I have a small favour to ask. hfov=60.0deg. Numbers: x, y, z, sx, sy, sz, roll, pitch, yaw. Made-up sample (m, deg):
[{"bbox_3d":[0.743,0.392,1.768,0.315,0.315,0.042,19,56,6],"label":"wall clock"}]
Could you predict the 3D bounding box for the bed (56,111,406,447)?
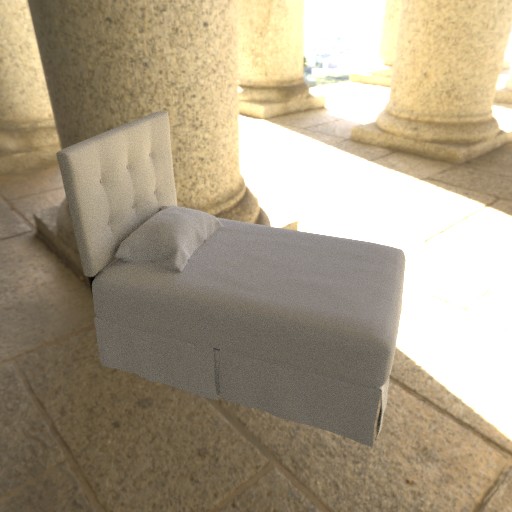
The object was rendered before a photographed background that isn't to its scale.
[{"bbox_3d":[0.000,0.000,3.018,1.997,1.571,1.261,10,32,17],"label":"bed"}]
